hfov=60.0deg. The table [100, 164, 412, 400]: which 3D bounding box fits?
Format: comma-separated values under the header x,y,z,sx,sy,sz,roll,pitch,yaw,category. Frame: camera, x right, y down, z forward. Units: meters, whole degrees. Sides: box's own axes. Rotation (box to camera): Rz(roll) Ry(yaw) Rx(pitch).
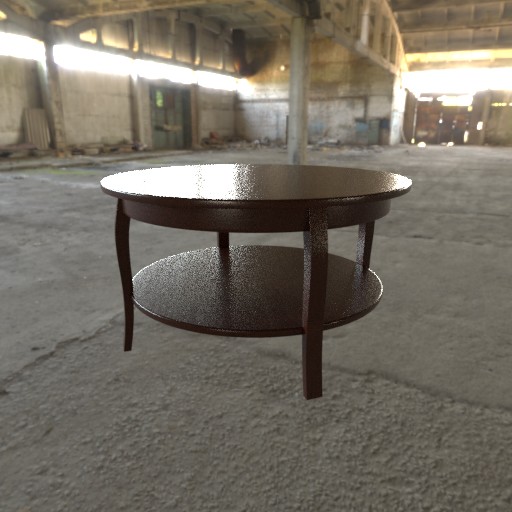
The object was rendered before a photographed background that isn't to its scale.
x,y,z,sx,sy,sz,roll,pitch,yaw,category
0.000,0.000,1.440,0.911,0.512,0.911,0,16,0,table
